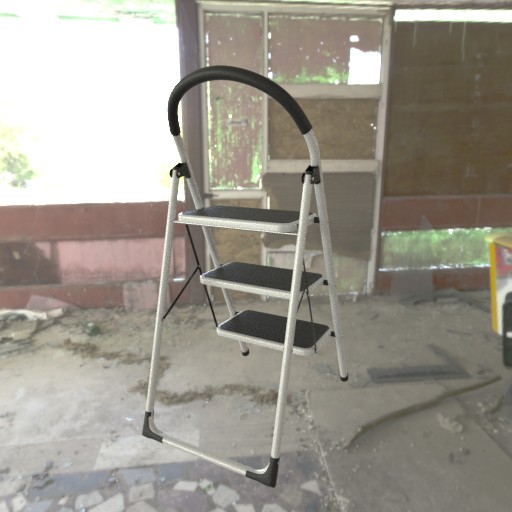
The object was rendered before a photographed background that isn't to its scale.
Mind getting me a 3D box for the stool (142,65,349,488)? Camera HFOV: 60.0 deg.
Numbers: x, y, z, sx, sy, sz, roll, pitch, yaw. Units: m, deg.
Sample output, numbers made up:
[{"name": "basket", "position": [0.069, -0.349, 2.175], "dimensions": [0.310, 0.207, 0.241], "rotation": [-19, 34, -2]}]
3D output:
[{"name": "stool", "position": [0.000, 0.000, 1.466], "dimensions": [0.485, 1.109, 0.676], "rotation": [8, 16, 28]}]
